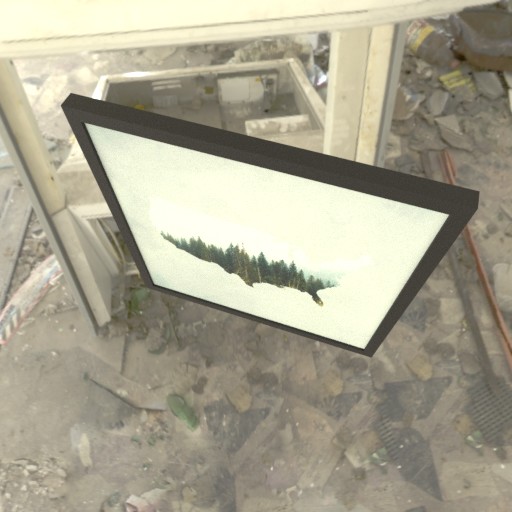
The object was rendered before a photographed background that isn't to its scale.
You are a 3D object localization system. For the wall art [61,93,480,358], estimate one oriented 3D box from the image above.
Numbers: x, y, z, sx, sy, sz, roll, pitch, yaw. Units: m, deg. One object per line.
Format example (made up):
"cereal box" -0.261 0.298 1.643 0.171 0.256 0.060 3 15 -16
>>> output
"wall art" 0.000 0.000 1.109 0.763 0.763 0.038 16 61 9
